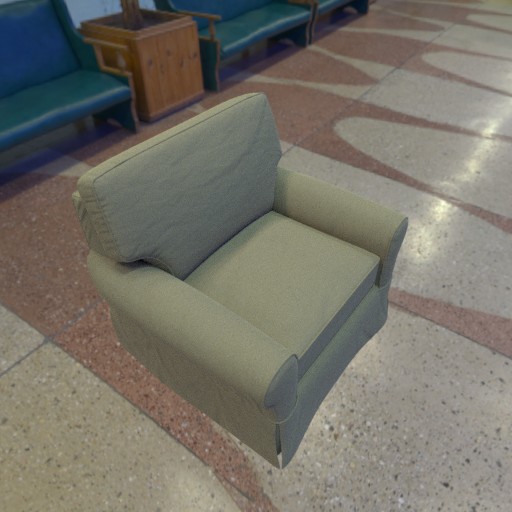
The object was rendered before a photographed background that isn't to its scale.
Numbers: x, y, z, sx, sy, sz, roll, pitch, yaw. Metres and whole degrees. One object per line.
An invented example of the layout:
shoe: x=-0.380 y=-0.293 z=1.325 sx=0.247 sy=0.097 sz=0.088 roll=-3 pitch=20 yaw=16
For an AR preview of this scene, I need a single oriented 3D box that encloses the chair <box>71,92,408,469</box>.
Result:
chair: x=0.000 y=0.000 z=1.883 sx=0.988 sy=1.017 sz=1.135 roll=26 pitch=48 yaw=27
